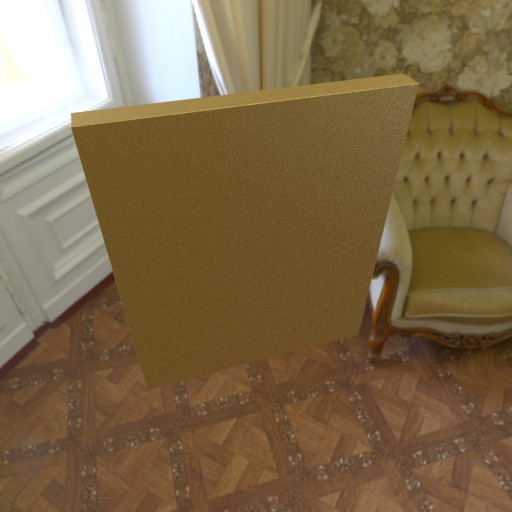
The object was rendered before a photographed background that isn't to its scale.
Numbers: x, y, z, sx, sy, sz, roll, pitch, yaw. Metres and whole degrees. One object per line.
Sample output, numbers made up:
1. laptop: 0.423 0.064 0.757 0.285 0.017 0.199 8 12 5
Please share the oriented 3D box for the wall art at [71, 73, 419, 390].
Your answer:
1. wall art: 0.000 0.000 0.884 0.537 0.642 0.048 -12 43 -13
